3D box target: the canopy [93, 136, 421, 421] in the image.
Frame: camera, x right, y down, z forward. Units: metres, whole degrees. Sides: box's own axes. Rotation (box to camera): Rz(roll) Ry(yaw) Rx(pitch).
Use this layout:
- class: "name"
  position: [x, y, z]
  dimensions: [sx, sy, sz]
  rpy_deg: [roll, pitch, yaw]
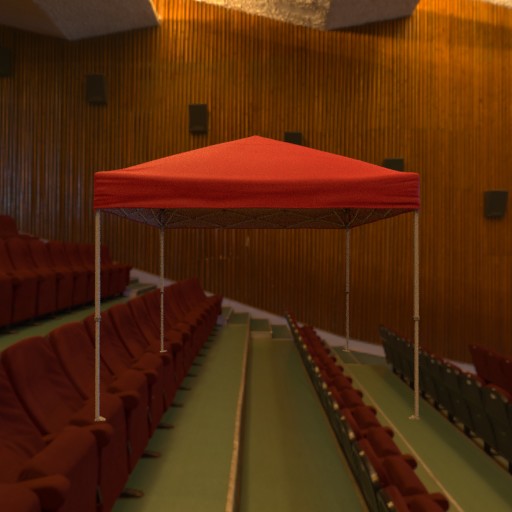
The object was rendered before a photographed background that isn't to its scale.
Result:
- class: "canopy"
  position: [0.000, 0.000, 5.519]
  dimensions: [2.998, 2.997, 2.996]
  rpy_deg: [0, 0, -1]
